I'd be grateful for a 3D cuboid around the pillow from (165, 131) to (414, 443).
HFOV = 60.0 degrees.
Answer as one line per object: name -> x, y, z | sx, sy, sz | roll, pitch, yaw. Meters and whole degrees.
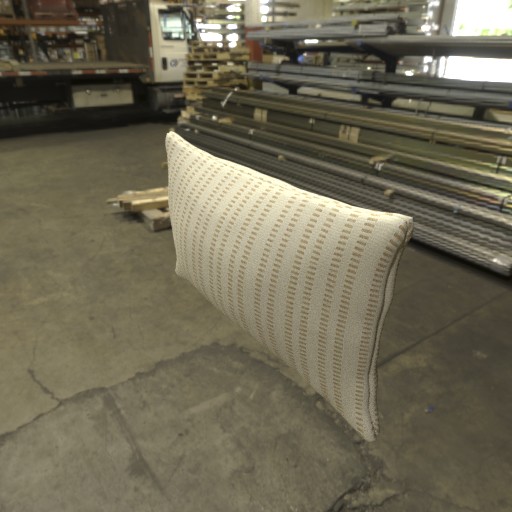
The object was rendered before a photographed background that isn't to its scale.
pillow -> 0.000, 0.000, 0.813 | 0.210, 0.353, 0.640 | -18, 31, -31
